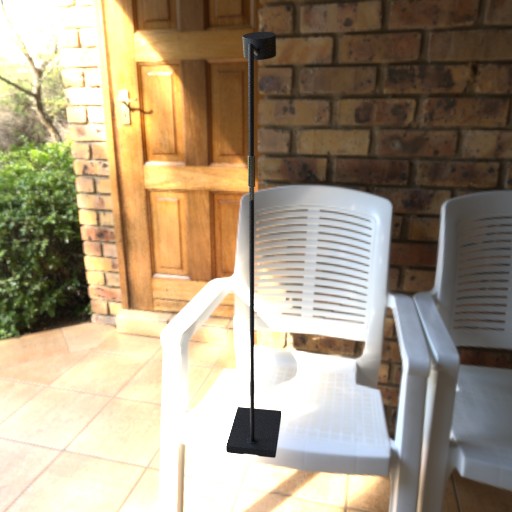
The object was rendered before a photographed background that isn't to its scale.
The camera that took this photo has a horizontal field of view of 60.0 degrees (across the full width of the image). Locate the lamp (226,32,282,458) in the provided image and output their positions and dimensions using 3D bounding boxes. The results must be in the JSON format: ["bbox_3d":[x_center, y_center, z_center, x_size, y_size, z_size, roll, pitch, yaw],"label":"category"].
[{"bbox_3d":[0.000,0.000,1.699,0.203,1.600,0.304,2,17,8],"label":"lamp"}]
